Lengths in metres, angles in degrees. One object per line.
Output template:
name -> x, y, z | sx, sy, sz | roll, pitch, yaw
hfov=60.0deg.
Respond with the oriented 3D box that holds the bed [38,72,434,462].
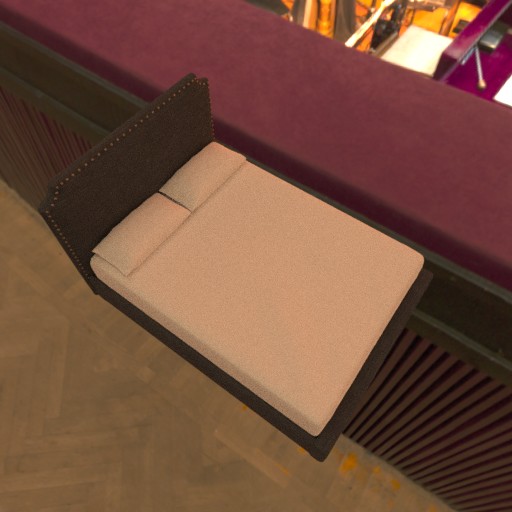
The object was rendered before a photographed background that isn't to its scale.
bed -> 0.000, 0.000, 3.394 | 2.372, 1.443, 1.713 | 31, 63, 18
